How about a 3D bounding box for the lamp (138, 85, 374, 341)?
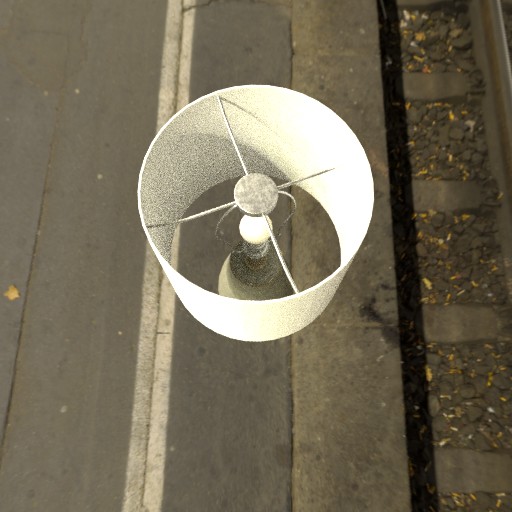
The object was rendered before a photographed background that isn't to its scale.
[{"bbox_3d":[0.000,0.000,0.486,0.186,0.369,0.186,0,75,0],"label":"lamp"}]
